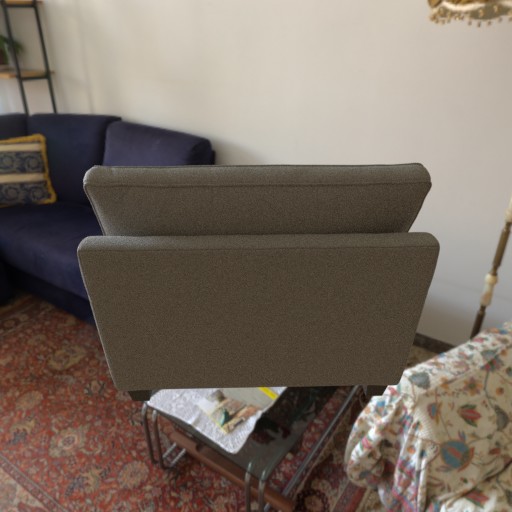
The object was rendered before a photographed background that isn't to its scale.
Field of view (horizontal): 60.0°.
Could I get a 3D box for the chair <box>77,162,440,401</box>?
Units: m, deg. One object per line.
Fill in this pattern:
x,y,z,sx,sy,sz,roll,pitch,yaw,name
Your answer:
0.000,0.000,2.022,1.220,1.016,1.040,-1,28,-1,chair
